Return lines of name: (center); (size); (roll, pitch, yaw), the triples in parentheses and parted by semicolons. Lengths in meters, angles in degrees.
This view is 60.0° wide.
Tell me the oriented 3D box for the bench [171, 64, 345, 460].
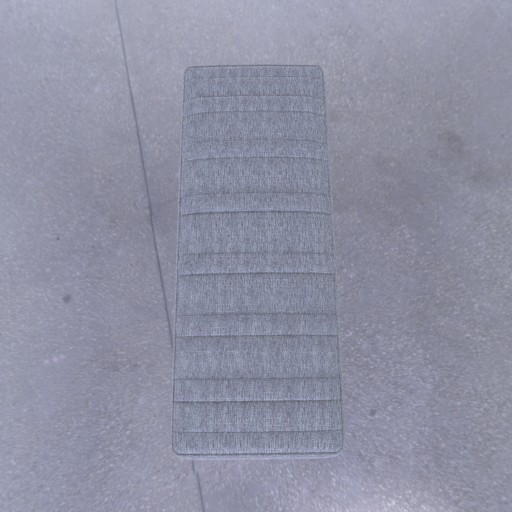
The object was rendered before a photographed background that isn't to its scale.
bench: (0.000, 0.000, 1.369); (0.429, 0.470, 1.100); (-1, 76, 0)
